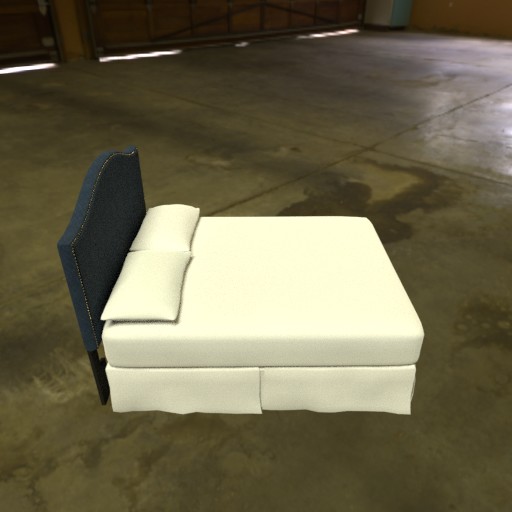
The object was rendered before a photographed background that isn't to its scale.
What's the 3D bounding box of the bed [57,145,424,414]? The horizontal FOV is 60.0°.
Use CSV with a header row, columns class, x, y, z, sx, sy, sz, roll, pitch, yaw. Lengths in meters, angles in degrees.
class,x,y,z,sx,sy,sz,roll,pitch,yaw
bed,0.000,0.000,3.310,2.153,1.518,1.713,0,32,-1
